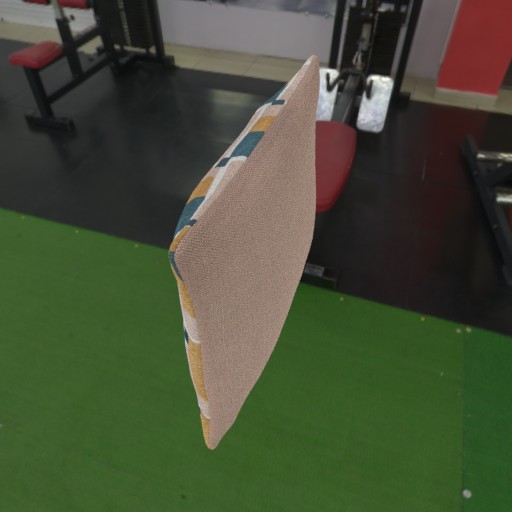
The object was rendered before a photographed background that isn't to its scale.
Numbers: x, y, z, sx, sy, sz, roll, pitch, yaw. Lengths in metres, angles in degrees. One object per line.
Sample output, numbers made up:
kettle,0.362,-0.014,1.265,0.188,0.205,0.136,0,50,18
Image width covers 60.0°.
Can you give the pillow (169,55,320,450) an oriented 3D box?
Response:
pillow,0.000,0.000,0.726,0.158,0.479,0.478,15,48,15
